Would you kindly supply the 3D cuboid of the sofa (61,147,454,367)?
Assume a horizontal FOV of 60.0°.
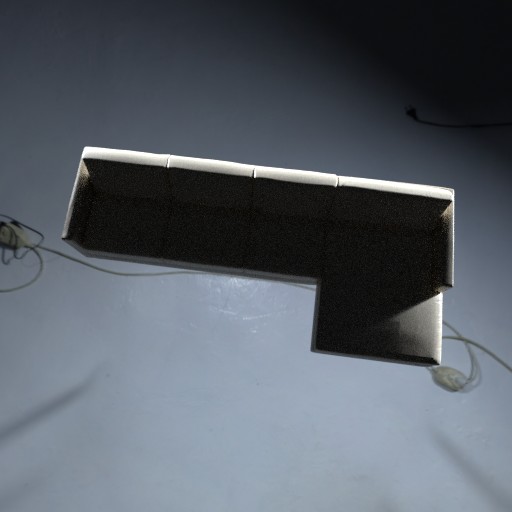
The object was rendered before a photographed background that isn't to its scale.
[{"bbox_3d":[0.000,0.000,4.145,3.471,0.954,1.603,7,75,2],"label":"sofa"}]
